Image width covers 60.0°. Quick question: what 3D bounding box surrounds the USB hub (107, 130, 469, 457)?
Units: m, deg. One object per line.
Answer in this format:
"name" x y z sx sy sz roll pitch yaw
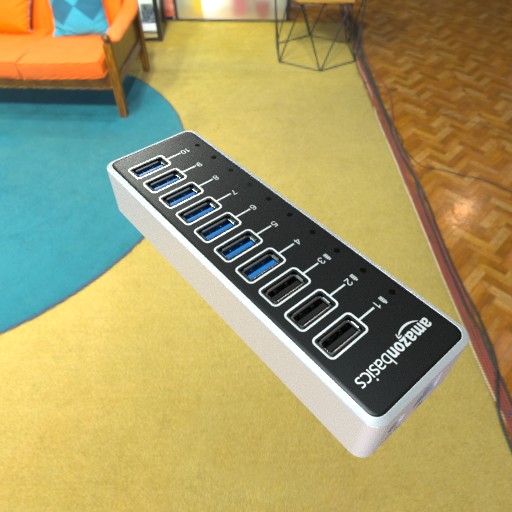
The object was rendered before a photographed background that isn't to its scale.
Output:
"USB hub" 0.000 0.000 0.164 0.044 0.023 0.145 -32 55 -26
